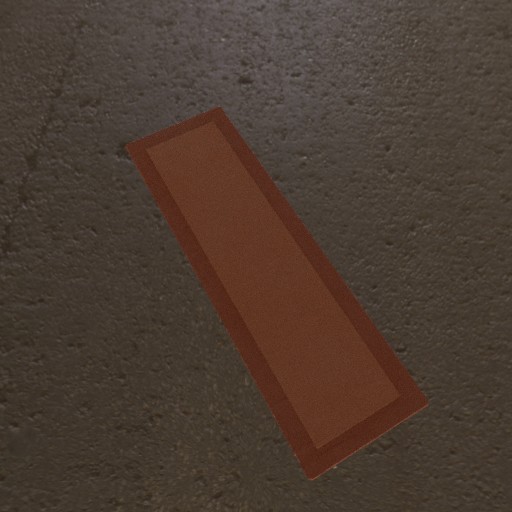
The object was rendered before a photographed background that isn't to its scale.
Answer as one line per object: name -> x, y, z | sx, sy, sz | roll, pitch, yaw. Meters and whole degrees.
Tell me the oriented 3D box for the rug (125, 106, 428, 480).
rug -> 0.000, 0.000, 2.737 | 0.914, 0.013, 2.471 | -30, 68, -14
